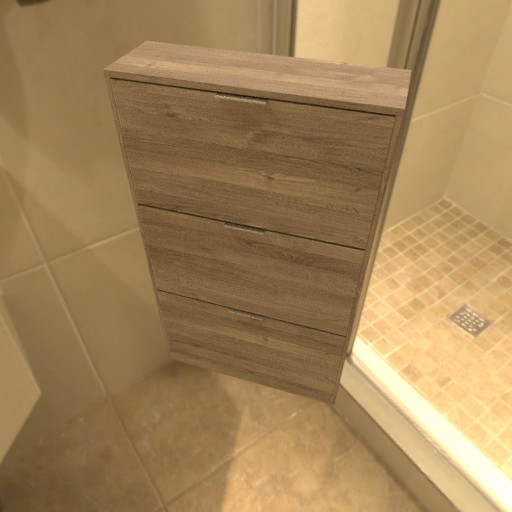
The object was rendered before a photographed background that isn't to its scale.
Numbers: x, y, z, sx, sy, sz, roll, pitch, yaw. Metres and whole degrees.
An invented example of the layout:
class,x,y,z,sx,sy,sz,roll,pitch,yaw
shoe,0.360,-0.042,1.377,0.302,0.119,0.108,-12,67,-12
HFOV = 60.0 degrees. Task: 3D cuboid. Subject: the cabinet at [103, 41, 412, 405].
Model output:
class,x,y,z,sx,sy,sz,roll,pitch,yaw
cabinet,0.000,0.000,1.558,0.750,1.280,0.250,12,44,13
